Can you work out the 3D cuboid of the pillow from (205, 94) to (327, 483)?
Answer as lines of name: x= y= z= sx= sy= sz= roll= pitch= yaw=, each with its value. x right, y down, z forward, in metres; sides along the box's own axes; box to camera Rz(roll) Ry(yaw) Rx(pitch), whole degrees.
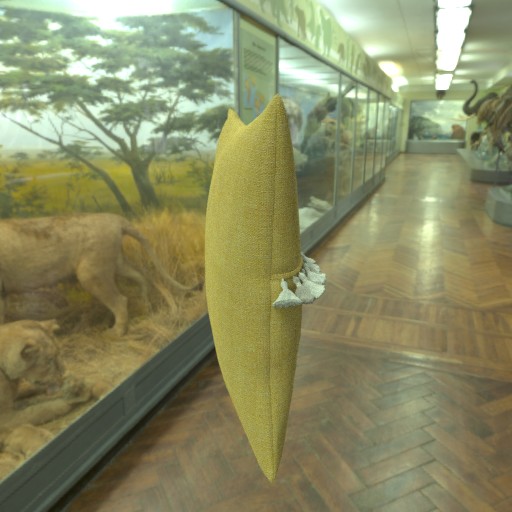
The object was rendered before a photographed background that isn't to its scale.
pillow: x=0.000 y=0.000 z=0.741 sx=0.167 sy=0.481 sz=0.485 roll=-3 pitch=17 yaw=-9
